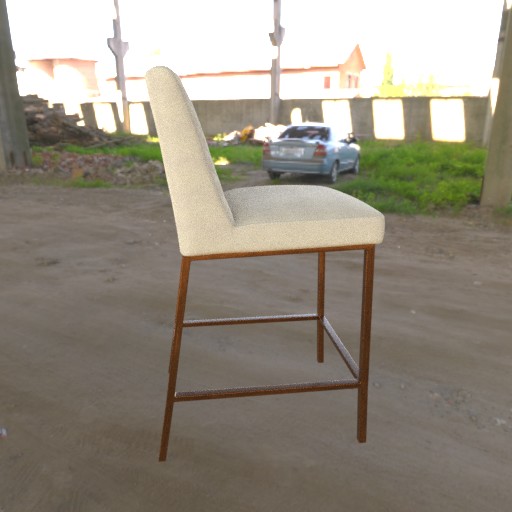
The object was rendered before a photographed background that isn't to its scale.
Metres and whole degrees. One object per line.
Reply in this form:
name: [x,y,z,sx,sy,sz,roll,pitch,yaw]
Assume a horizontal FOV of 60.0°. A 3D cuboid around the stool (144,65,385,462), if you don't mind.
stool: [0.000,0.000,1.274,0.576,0.973,0.507,-2,17,-7]
